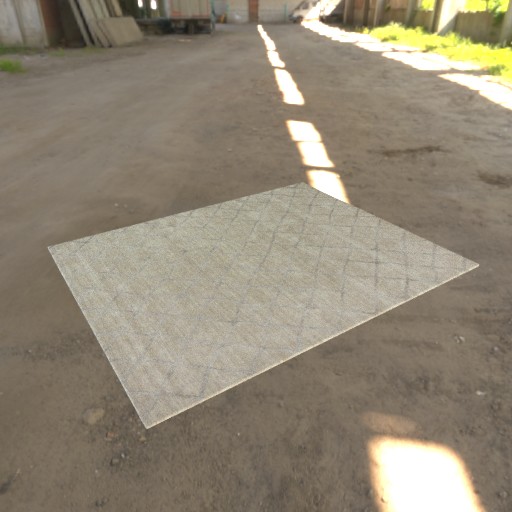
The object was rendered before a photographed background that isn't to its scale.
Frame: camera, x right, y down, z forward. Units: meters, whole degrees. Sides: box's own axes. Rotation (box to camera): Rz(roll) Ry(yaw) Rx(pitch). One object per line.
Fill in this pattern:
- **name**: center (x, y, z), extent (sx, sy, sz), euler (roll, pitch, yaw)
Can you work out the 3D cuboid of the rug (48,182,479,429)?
- **rug**: center (0.000, 0.000, 3.977), extent (3.038, 0.019, 2.420), euler (-19, 35, -29)
